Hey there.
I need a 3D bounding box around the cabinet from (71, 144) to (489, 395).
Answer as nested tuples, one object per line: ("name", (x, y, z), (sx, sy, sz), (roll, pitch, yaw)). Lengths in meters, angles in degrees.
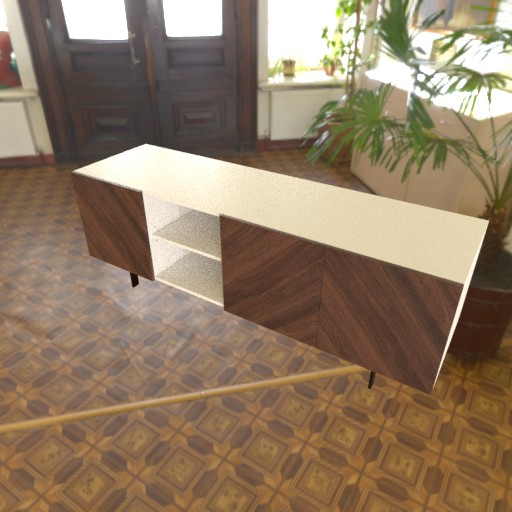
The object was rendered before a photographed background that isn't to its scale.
("cabinet", (0.000, 0.000, 1.748), (1.499, 0.533, 0.431), (18, 36, 27))
